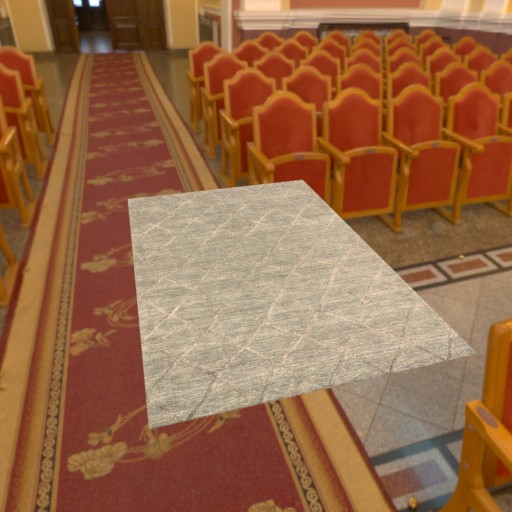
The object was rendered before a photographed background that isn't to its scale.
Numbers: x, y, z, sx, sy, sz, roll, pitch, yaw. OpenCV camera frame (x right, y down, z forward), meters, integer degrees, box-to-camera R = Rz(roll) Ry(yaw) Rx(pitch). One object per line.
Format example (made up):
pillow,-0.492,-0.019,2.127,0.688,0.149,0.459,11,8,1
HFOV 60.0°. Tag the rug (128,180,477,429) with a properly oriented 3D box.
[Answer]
rug,0.000,0.000,2.852,1.521,0.006,2.283,-8,32,-14
